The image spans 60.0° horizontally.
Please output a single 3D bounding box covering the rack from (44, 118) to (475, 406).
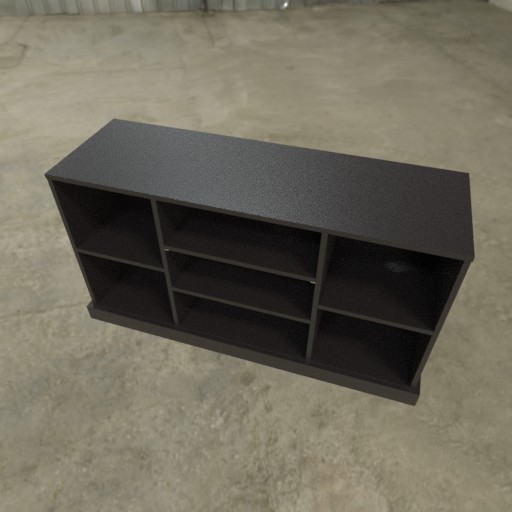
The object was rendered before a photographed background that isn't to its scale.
[{"bbox_3d":[0.000,0.000,1.496,1.206,0.635,0.399,12,44,13],"label":"rack"}]
